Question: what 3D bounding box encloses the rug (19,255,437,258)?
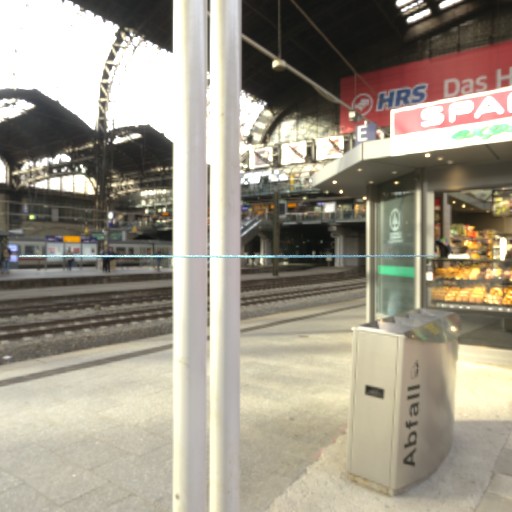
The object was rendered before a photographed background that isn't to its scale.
[{"bbox_3d":[0.000,0.000,3.935,2.363,0.012,2.980,0,0,36],"label":"rug"}]
